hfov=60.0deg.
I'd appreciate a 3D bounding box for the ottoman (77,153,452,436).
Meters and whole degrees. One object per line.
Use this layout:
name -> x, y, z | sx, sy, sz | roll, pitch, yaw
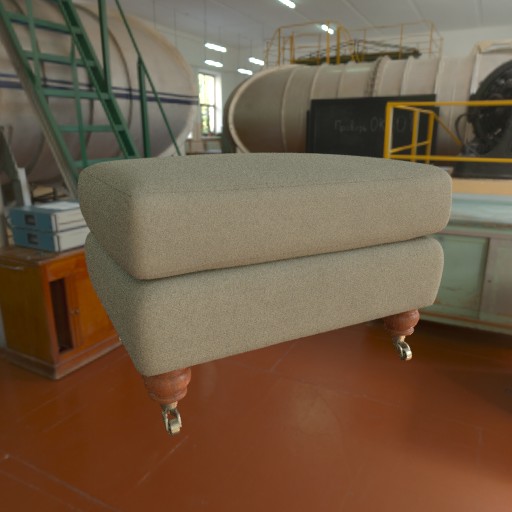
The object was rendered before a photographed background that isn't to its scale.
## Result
ottoman -> 0.000, 0.000, 1.128 | 0.773, 0.504, 0.569 | -8, 18, -27
